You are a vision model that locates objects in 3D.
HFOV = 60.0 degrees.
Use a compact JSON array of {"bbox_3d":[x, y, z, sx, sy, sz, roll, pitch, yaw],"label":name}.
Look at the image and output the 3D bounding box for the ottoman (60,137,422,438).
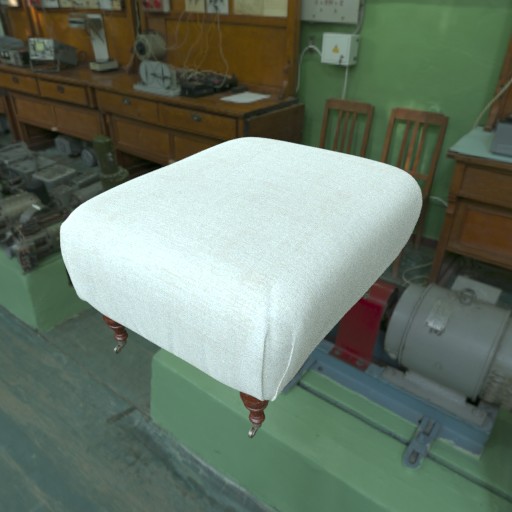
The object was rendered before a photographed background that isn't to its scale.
[{"bbox_3d":[0.000,0.000,1.145,0.622,0.450,0.747,21,37,30],"label":"ottoman"}]
